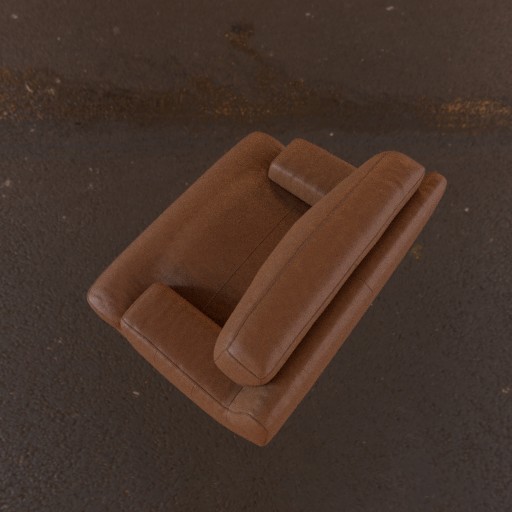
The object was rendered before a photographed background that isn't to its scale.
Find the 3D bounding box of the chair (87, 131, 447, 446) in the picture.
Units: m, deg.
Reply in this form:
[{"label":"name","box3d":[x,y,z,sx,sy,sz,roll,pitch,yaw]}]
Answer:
[{"label":"chair","box3d":[0.000,0.000,1.992,1.050,0.978,1.276,35,69,16]}]
